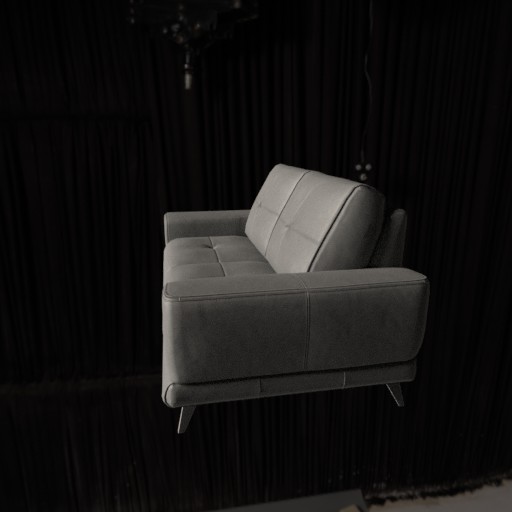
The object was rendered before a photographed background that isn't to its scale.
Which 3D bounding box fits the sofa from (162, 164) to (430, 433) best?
[{"bbox_3d":[0.000,0.000,2.414,1.018,0.907,1.806,-3,15,-11],"label":"sofa"}]
